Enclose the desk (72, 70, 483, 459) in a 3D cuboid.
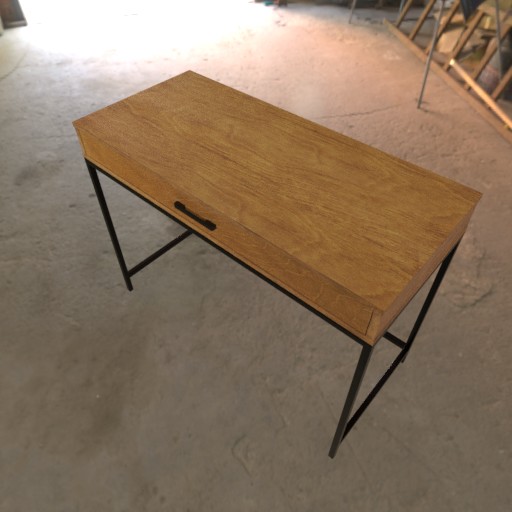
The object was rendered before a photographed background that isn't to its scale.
[{"bbox_3d":[0.000,0.000,1.431,1.016,0.762,0.470,32,54,27],"label":"desk"}]
